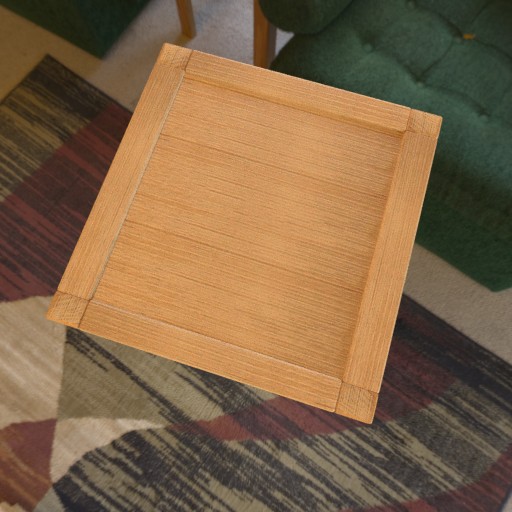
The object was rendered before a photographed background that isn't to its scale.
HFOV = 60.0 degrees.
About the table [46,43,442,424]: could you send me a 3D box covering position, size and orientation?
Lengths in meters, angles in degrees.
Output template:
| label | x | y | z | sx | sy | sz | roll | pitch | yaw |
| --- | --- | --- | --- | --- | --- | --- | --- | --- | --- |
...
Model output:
| label | x | y | z | sx | sy | sz | roll | pitch | yaw |
| --- | --- | --- | --- | --- | --- | --- | --- | --- | --- |
| table | 0.000 | 0.000 | 1.061 | 0.558 | 0.610 | 0.559 | 17 | 76 | 4 |
